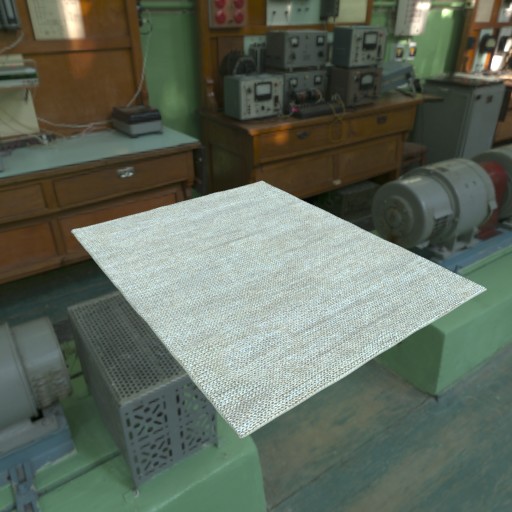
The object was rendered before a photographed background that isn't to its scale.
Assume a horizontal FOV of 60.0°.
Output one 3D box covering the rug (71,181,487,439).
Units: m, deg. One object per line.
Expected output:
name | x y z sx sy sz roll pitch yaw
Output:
rug | 0.000 0.000 4.041 2.429 0.030 3.052 -20 35 -31
